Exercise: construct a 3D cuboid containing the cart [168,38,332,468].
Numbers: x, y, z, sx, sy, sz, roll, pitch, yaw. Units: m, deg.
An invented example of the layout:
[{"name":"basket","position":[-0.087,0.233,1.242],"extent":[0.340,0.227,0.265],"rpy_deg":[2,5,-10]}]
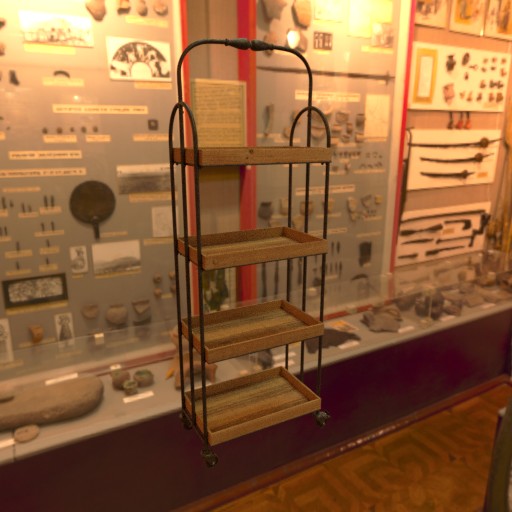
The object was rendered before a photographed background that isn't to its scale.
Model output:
[{"name":"cart","position":[0.000,0.000,1.658],"extent":[0.581,1.481,0.308],"rpy_deg":[-8,17,-27]}]
